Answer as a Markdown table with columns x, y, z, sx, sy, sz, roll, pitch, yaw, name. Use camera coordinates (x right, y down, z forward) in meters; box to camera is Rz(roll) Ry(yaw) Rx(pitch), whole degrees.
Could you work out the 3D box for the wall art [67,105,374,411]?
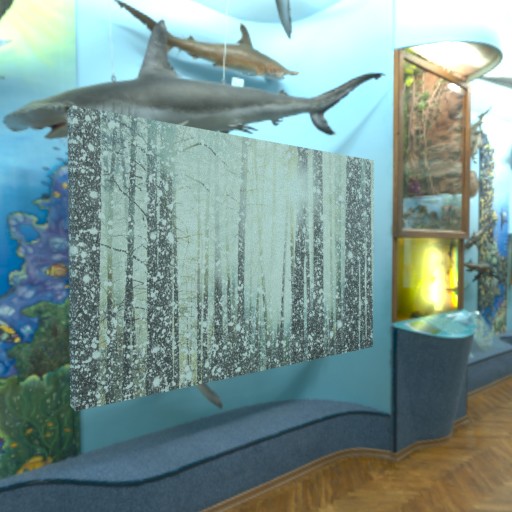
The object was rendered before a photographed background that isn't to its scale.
| x | y | z | sx | sy | sz | roll | pitch | yaw | name |
| --- | --- | --- | --- | --- | --- | --- | --- | --- | --- |
| 0.000 | 0.000 | 1.158 | 0.919 | 0.598 | 0.038 | -1 | 2 | -37 | wall art |
